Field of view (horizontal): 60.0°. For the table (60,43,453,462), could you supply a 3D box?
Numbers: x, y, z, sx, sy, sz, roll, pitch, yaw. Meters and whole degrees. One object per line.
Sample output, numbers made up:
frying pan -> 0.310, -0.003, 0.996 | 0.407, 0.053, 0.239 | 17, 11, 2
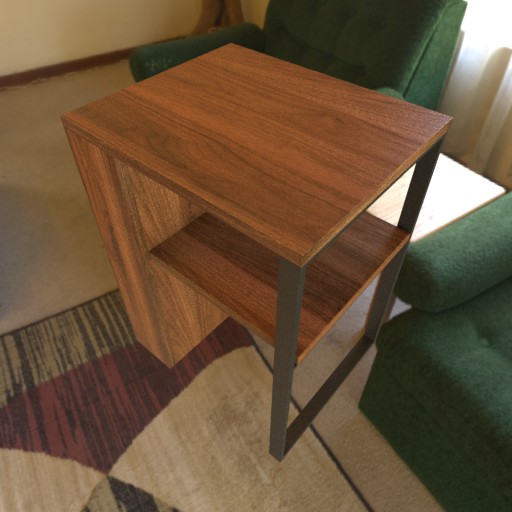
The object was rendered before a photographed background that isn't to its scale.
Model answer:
table -> 0.000, 0.000, 1.528 | 0.786, 1.041, 0.660 | 31, 53, 27
